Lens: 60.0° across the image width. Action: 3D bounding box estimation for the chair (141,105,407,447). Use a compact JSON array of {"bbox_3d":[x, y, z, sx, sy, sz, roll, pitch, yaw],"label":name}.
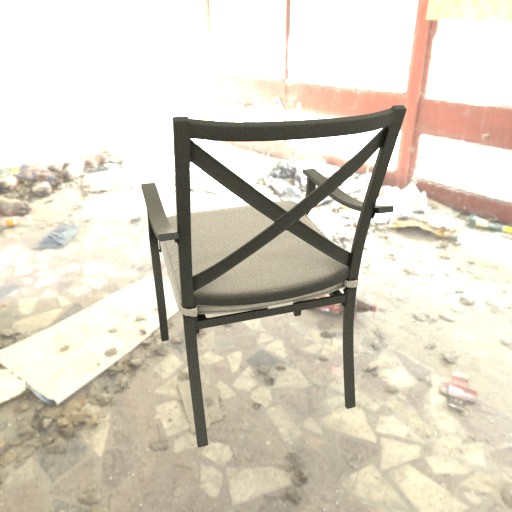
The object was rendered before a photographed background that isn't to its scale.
[{"bbox_3d":[0.000,0.000,1.293,0.575,0.889,0.620,-8,28,-16],"label":"chair"}]
